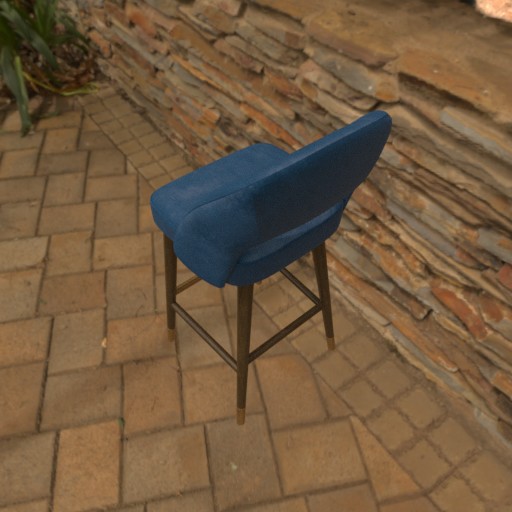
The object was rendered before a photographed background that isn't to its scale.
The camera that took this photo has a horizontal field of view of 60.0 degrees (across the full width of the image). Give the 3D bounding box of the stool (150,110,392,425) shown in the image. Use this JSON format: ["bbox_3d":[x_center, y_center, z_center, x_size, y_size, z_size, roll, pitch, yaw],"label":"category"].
[{"bbox_3d":[0.000,0.000,1.313,0.514,1.016,0.515,-31,54,-27],"label":"stool"}]
